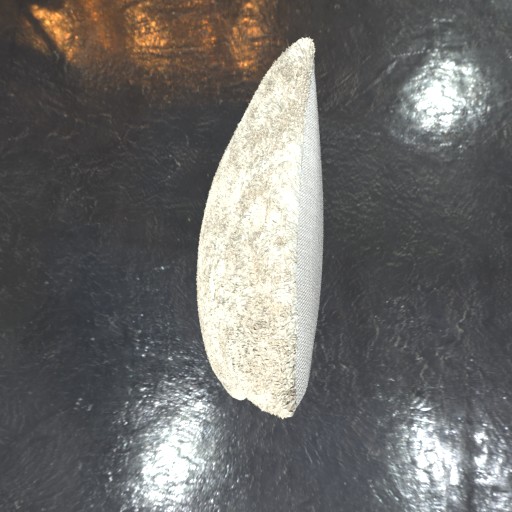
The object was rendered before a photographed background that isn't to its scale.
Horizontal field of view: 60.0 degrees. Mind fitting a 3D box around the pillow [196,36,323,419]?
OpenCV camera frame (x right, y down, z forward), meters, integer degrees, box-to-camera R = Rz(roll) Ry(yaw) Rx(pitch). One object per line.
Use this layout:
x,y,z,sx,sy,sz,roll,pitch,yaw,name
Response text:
0.000,0.000,0.805,0.218,0.515,0.529,4,75,1,pillow
